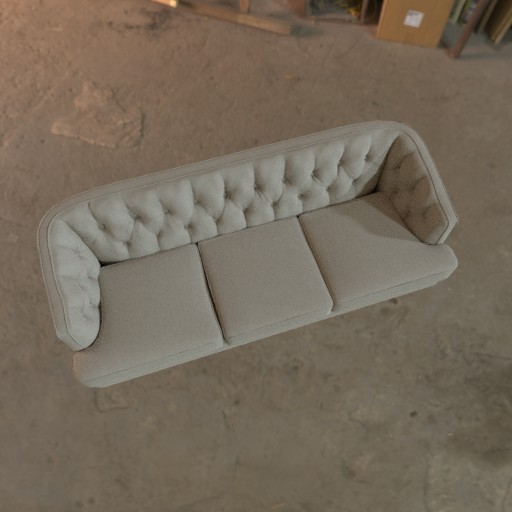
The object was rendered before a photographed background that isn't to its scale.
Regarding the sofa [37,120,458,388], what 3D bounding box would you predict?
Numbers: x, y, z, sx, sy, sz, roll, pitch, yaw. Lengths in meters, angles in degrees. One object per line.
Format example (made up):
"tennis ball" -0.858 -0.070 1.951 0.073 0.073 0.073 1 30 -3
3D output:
"sofa" 0.000 0.000 2.696 2.278 0.855 0.941 -16 64 -8
